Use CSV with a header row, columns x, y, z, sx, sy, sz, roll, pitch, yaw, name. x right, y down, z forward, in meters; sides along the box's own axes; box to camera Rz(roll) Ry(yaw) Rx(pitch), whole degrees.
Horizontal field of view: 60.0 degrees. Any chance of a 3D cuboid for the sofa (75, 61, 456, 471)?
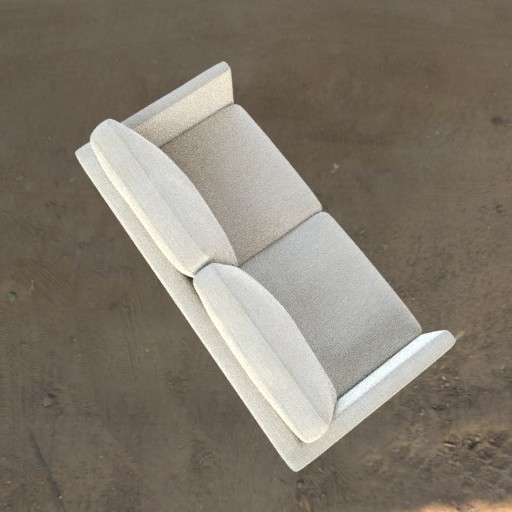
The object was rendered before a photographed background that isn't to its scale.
x,y,z,sx,sy,sz,roll,pitch,yaw,name
0.000,0.000,2.357,0.950,0.963,1.838,-35,78,-9,sofa
